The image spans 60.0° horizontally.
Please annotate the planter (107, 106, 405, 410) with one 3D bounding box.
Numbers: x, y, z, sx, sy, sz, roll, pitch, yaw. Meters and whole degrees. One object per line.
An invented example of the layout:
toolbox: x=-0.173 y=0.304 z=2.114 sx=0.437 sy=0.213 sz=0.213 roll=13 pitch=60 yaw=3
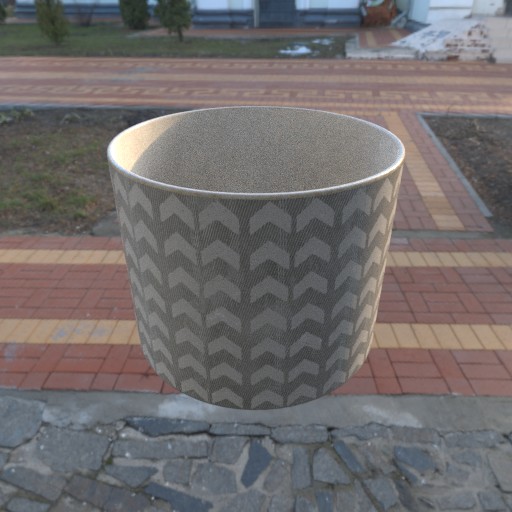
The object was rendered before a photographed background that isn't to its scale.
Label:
planter: x=0.000 y=0.000 z=0.339 sx=0.190 sy=0.181 sz=0.190 roll=0 pitch=31 yaw=0
